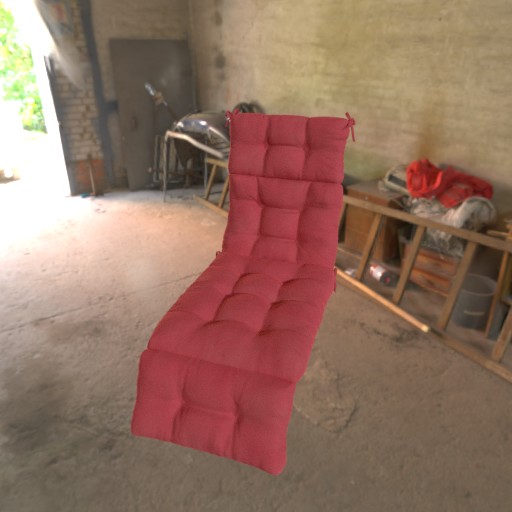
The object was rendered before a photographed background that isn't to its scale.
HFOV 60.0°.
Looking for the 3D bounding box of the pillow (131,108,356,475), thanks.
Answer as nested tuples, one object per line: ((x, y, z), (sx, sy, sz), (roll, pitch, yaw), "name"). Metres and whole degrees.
((0.000, 0.000, 1.531), (0.526, 0.863, 1.016), (8, 27, 16), "pillow")
